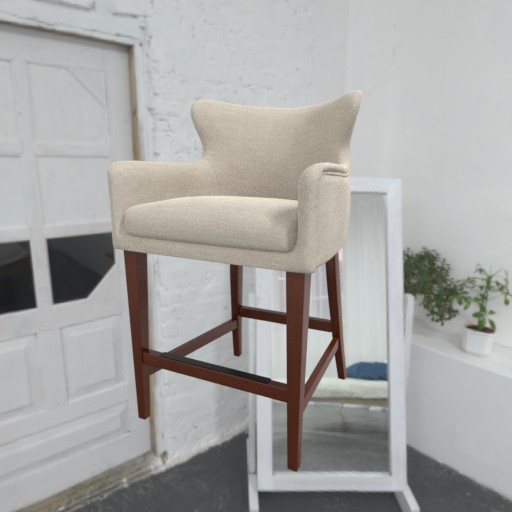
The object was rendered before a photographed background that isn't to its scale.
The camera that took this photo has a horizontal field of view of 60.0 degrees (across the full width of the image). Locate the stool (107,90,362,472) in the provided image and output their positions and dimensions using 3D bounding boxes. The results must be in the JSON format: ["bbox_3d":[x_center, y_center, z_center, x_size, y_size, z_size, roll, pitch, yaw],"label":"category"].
[{"bbox_3d":[0.000,0.000,1.404,0.615,0.987,0.637,7,15,26],"label":"stool"}]
